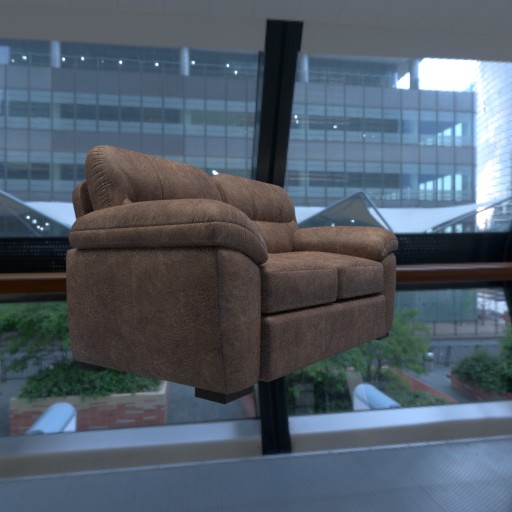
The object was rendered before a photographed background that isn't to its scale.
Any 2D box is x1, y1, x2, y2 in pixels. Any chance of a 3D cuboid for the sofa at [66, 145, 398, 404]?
[{"bbox_3d":[0.000,0.000,2.350,0.991,0.991,1.753,0,0,36],"label":"sofa"}]
